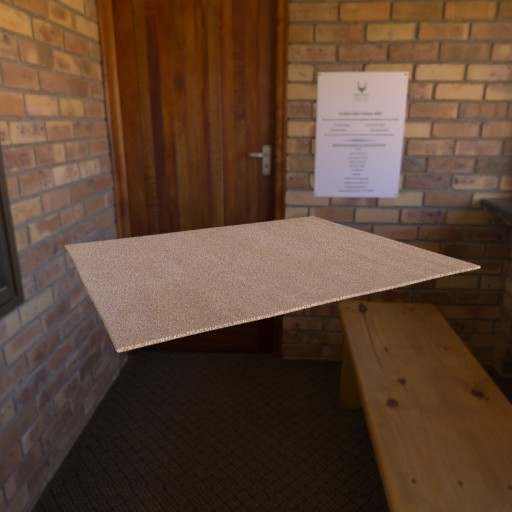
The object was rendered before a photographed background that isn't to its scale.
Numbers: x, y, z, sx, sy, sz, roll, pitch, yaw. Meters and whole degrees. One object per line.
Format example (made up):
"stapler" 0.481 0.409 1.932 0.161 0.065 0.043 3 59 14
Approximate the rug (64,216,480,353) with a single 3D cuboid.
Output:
"rug" 0.000 0.000 4.054 3.000 0.025 2.400 -9 19 -27
